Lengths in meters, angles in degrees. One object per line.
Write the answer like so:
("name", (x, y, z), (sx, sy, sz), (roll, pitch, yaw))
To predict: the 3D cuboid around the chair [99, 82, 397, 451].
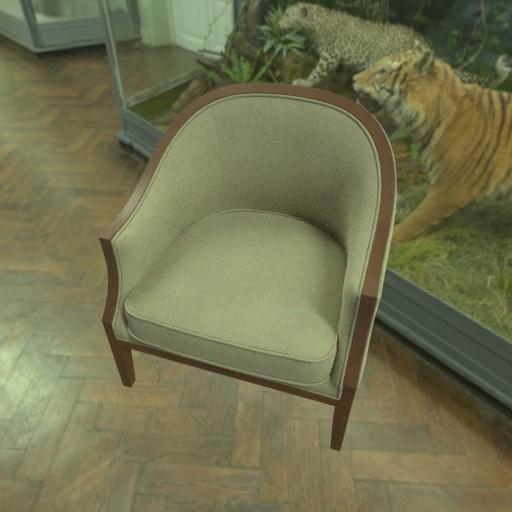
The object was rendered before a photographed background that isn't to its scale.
("chair", (0.000, 0.000, 1.445), (0.803, 0.876, 0.735), (12, 41, 14))
